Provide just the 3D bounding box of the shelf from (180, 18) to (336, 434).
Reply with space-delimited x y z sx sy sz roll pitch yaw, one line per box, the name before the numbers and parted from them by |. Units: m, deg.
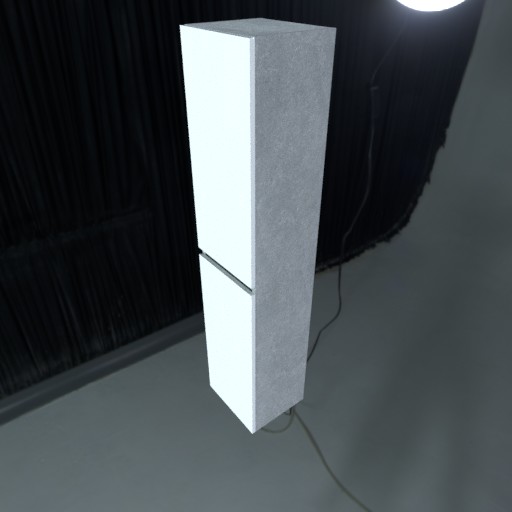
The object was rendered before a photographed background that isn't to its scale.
shelf | 0.000 0.000 1.513 0.270 1.400 0.300 -23 40 -31
